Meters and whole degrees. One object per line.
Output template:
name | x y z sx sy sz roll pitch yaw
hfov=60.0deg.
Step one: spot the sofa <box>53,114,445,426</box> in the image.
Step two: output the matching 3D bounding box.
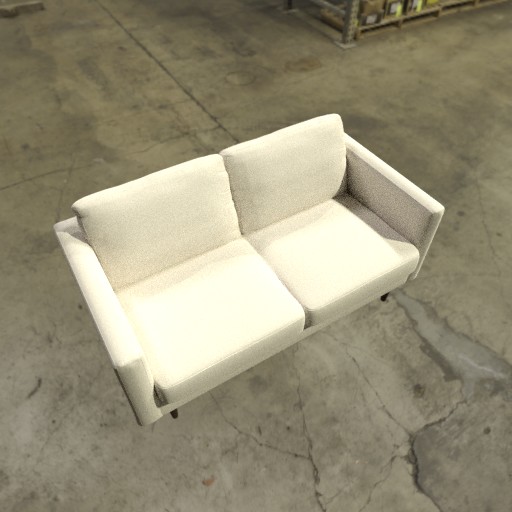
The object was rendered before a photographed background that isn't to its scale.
sofa | 0.000 0.000 2.309 1.713 0.893 0.940 -24 52 -21
